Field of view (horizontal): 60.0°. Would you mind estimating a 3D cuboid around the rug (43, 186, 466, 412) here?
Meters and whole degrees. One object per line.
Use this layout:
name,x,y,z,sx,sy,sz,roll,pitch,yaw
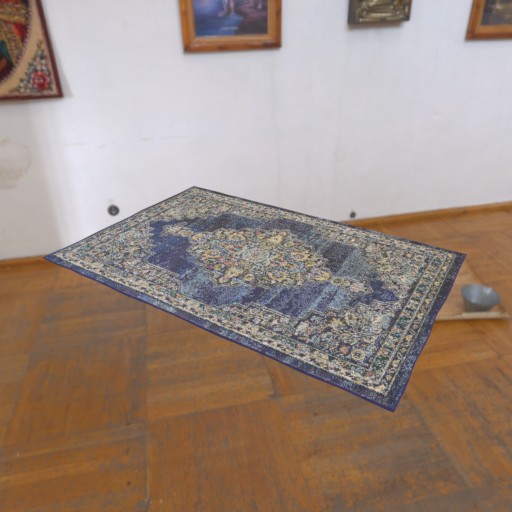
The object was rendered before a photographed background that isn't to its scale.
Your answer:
rug,0.000,0.000,2.226,1.781,0.012,1.184,18,34,28
